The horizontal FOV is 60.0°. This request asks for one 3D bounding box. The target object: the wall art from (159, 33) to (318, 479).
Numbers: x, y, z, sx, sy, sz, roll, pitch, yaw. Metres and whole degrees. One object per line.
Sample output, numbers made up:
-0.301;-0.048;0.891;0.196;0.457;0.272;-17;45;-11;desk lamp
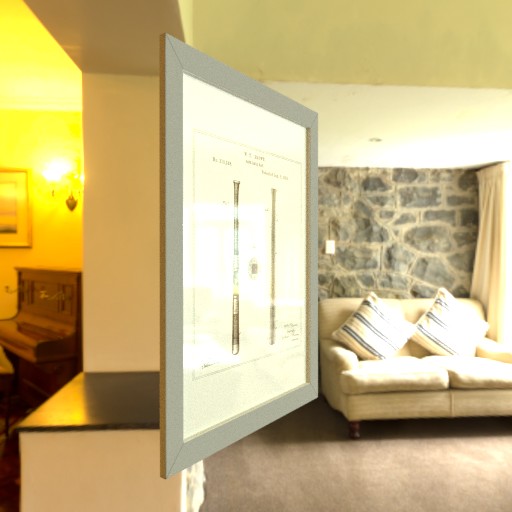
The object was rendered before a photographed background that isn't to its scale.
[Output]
0.000;0.000;0.677;0.012;0.529;0.374;0;0;36;wall art
